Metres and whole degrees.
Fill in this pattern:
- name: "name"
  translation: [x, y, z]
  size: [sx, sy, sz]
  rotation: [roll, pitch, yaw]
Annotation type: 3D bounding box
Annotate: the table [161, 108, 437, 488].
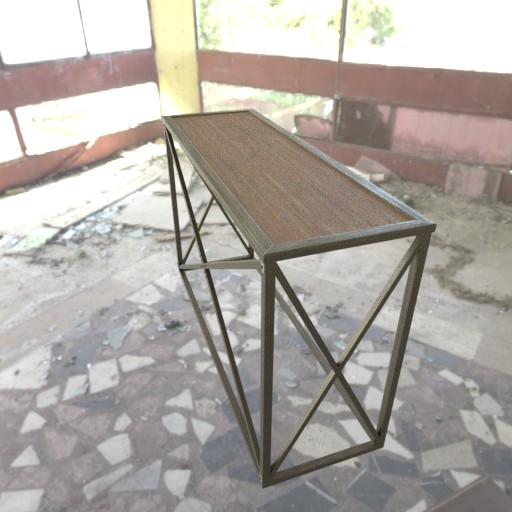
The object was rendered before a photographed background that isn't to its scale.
- name: "table"
  translation: [0.000, 0.000, 1.587]
  size: [0.402, 0.753, 1.216]
  rotation: [-10, 32, -17]
